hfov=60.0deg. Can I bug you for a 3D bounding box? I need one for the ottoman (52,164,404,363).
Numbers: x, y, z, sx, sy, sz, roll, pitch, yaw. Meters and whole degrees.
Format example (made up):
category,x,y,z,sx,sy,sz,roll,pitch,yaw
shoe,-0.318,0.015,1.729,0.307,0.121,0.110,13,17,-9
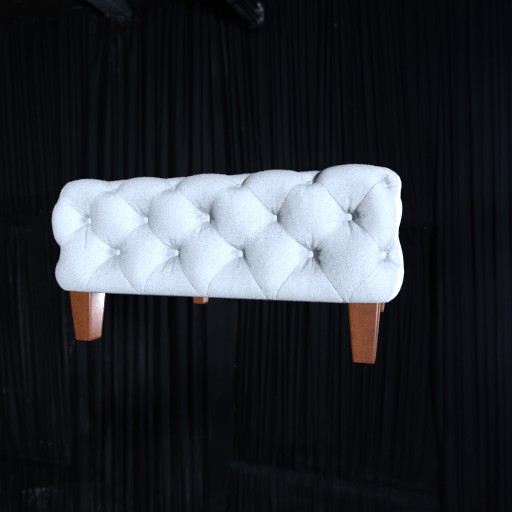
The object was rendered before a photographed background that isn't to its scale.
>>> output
category,x,y,z,sx,sy,sz,roll,pitch,yaw
ottoman,0.000,0.000,1.214,0.764,0.365,0.758,1,2,17
